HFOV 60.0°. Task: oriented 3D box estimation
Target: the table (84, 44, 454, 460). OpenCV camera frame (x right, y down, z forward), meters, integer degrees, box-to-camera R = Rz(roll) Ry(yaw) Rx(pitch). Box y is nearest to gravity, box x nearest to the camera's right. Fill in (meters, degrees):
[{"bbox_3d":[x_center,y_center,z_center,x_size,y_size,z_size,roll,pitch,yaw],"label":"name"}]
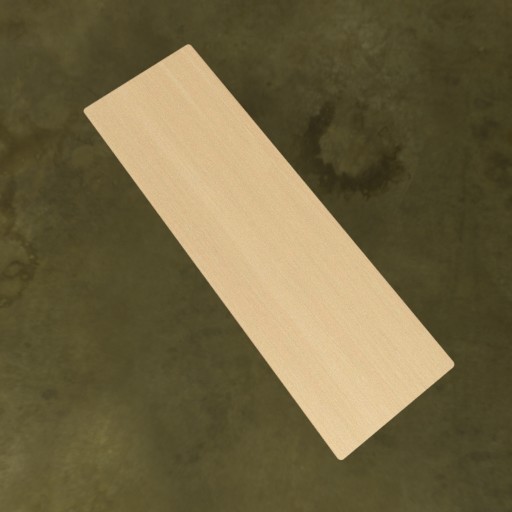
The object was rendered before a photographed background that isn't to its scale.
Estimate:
[{"bbox_3d":[0.000,0.000,1.788,0.447,0.750,1.397,-36,79,-8],"label":"table"}]
